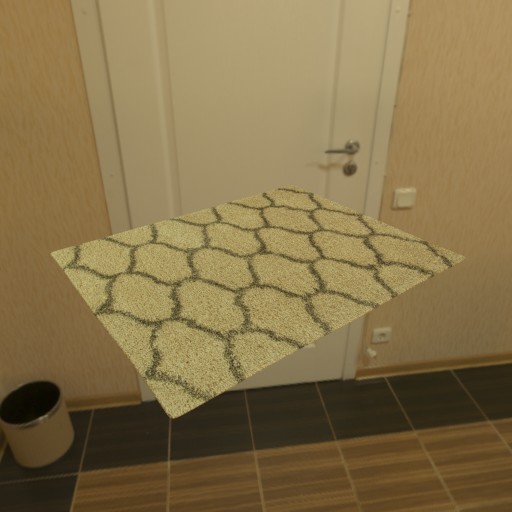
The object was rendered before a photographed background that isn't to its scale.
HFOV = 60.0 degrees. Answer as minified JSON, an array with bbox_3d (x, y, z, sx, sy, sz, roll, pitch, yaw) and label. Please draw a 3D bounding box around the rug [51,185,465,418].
[{"bbox_3d":[0.000,0.000,4.077,3.000,0.026,2.399,-20,35,-32],"label":"rug"}]
